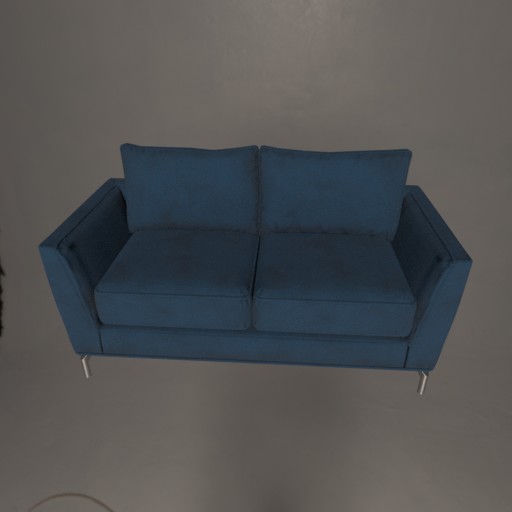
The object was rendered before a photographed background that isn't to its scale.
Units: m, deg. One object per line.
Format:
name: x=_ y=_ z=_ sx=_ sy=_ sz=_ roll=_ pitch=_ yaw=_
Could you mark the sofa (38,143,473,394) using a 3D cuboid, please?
sofa: x=0.000 y=0.000 z=2.263 sx=1.770 sy=1.002 sz=0.853 roll=2 pitch=30 yaw=3
